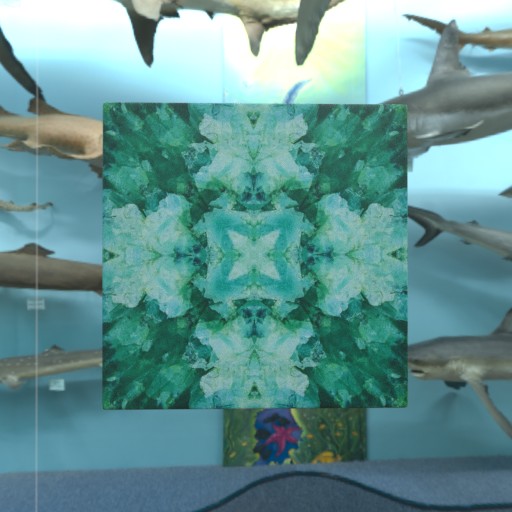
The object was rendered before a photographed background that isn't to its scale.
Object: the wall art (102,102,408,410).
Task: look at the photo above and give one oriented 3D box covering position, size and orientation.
[{"bbox_3d":[0.000,0.000,0.754,0.507,0.508,0.038,0,0,-1],"label":"wall art"}]
